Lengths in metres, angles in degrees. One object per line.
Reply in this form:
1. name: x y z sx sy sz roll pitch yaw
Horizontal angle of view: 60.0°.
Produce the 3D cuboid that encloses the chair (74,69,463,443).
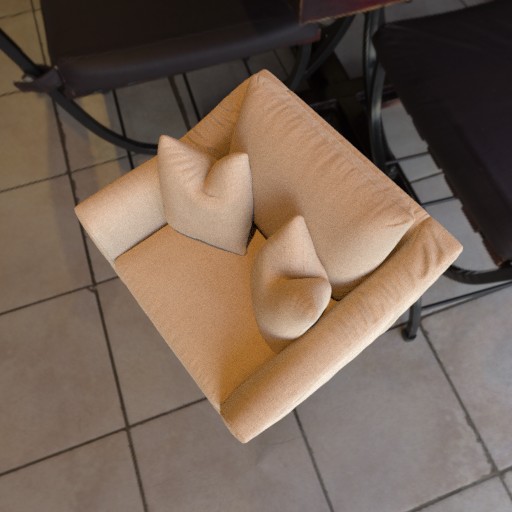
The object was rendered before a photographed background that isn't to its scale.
1. chair: 0.000 0.000 1.991 1.071 1.093 1.194 -36 70 -15
